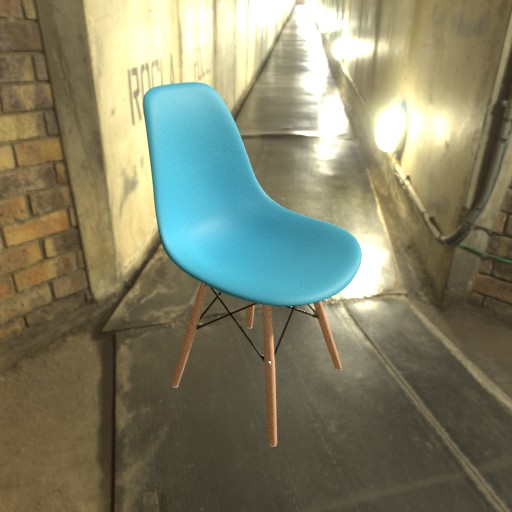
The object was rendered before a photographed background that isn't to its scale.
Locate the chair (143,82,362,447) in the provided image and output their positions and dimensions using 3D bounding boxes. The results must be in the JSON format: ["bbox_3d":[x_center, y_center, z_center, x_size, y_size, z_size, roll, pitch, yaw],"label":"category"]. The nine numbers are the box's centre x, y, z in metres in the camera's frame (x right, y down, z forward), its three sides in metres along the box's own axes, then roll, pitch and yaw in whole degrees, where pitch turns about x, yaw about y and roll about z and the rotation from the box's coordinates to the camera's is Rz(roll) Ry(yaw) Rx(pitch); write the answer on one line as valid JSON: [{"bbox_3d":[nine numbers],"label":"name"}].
[{"bbox_3d":[0.000,0.000,1.178,0.531,0.826,0.470,19,33,32],"label":"chair"}]
